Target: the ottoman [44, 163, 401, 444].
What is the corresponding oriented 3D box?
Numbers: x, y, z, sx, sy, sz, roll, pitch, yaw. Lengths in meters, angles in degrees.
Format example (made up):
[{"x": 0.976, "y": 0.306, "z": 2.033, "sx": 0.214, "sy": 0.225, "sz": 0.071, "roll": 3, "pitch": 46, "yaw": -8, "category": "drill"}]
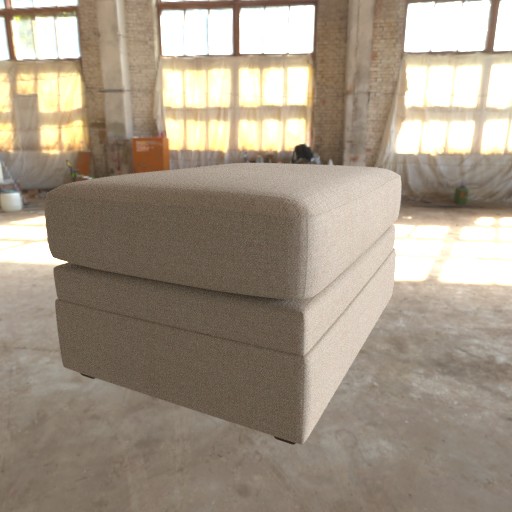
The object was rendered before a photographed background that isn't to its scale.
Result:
[{"x": 0.000, "y": 0.000, "z": 1.223, "sx": 0.637, "sy": 0.478, "sz": 0.885, "roll": 8, "pitch": 17, "yaw": 26, "category": "ottoman"}]
